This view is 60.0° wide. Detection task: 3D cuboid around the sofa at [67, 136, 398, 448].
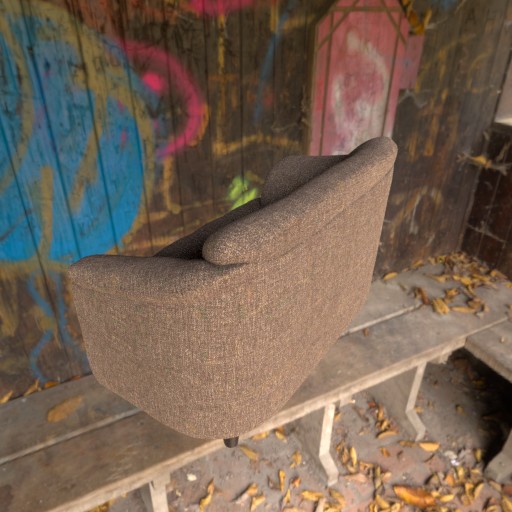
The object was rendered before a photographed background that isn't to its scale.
[{"bbox_3d":[0.000,0.000,1.895,0.799,0.895,1.404,19,35,29],"label":"sofa"}]
